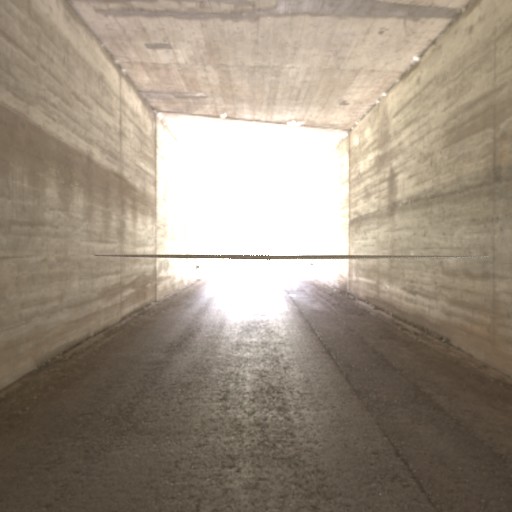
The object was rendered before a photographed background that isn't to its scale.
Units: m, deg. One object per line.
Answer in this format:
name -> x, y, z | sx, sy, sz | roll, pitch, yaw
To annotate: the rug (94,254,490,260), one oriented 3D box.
rug -> 0.000, 0.000, 3.044 | 1.528, 0.010, 2.440 | 0, 1, -36
